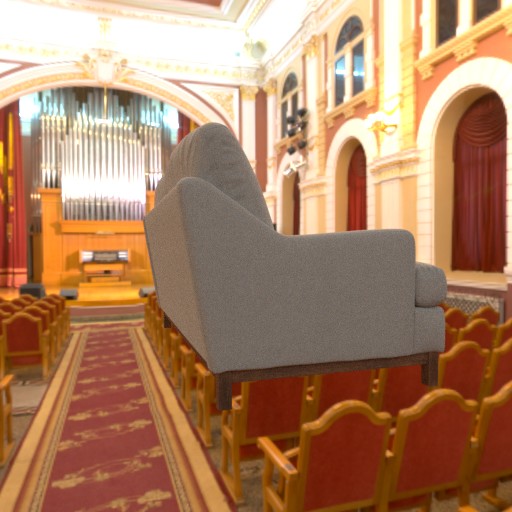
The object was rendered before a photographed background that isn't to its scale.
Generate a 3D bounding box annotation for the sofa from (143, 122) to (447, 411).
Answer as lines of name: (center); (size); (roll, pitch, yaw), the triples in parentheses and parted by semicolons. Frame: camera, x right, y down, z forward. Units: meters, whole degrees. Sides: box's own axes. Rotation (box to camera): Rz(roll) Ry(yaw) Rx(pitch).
sofa: (0.000, 0.000, 2.188); (0.987, 0.921, 1.589); (0, 1, -18)
